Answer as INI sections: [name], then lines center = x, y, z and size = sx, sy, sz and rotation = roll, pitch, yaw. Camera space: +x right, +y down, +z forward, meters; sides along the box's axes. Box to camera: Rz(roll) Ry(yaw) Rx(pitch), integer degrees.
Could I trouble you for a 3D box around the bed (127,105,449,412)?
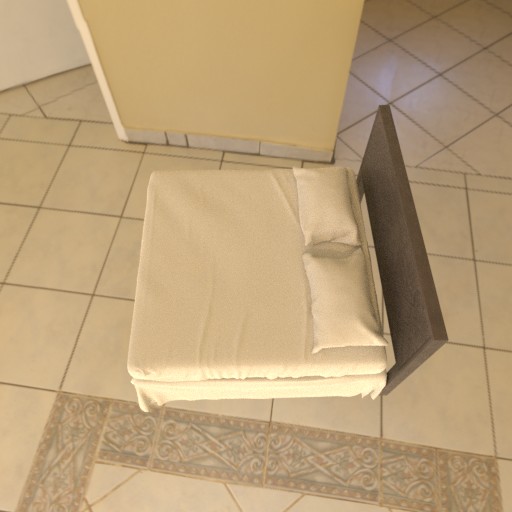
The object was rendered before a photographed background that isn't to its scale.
[bed]
center = 0.000, 0.000, 2.983
size = 1.785, 1.142, 1.772
rotation = -1, 60, -1
